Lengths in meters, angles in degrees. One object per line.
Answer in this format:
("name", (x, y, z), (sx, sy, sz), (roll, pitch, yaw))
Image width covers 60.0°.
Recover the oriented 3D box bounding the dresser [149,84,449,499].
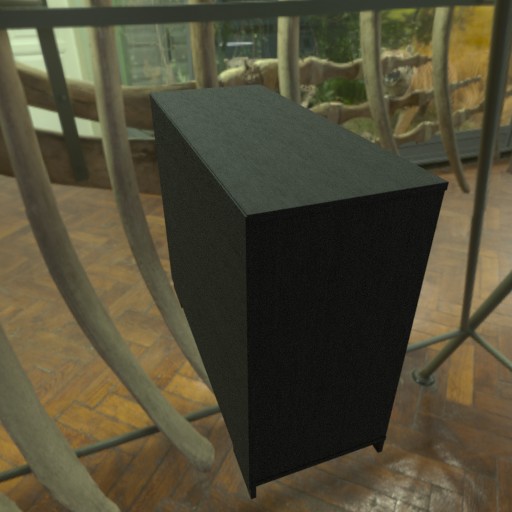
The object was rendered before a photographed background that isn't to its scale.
("dresser", (0.000, 0.000, 1.381), (0.404, 0.816, 0.994), (-11, 33, -17))
